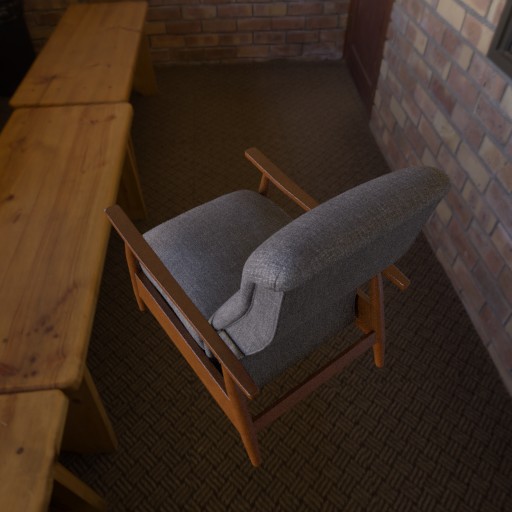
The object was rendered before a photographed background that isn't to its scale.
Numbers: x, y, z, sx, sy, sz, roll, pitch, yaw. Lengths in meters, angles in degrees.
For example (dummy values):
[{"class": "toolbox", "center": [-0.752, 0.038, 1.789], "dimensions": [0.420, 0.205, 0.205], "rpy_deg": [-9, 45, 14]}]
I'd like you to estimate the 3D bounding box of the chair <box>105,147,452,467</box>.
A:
[{"class": "chair", "center": [0.000, 0.000, 1.722], "dimensions": [0.762, 1.082, 1.030], "rpy_deg": [-29, 53, -25]}]
